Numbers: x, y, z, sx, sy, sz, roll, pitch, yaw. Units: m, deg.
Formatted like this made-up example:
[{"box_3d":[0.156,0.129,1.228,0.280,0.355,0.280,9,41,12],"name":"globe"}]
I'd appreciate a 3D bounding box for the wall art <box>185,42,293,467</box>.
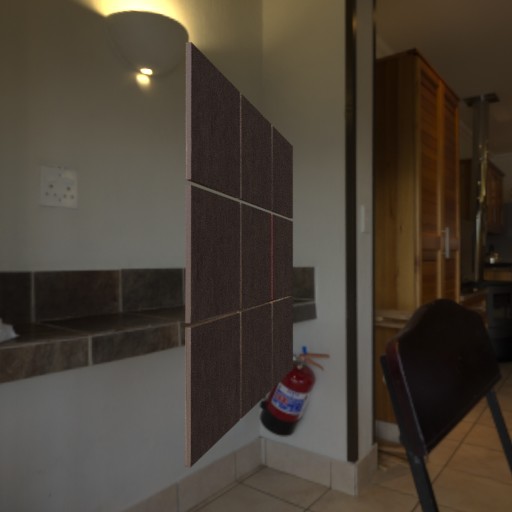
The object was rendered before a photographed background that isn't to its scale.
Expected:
[{"box_3d":[0.000,0.000,1.386,0.013,0.914,0.915,0,-1,19],"name":"wall art"}]
